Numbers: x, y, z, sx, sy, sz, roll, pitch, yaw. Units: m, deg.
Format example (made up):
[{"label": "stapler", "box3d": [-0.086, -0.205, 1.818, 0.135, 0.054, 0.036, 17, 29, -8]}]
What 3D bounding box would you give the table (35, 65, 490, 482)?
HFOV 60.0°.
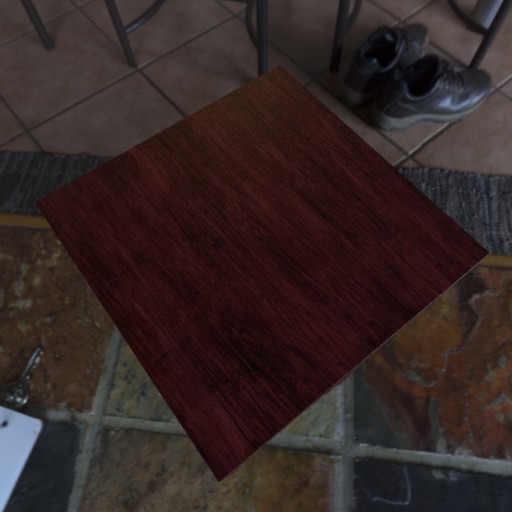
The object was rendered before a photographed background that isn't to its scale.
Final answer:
[{"label": "table", "box3d": [0.000, 0.000, 1.342, 0.865, 0.356, 0.865, -35, 69, -15]}]
